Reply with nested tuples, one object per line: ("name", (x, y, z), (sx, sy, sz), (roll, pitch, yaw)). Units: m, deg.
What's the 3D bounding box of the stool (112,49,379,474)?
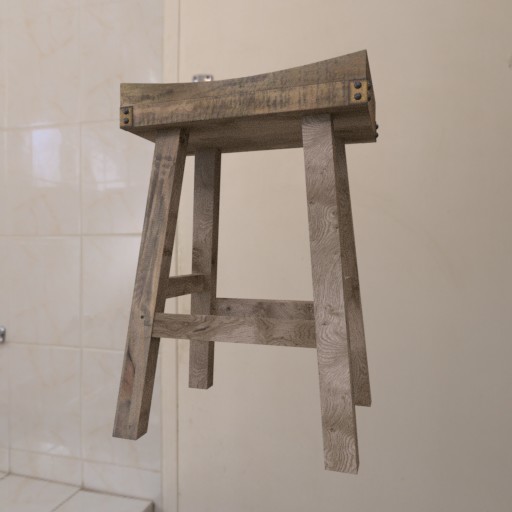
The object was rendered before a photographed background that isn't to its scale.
("stool", (0.000, 0.000, 0.867), (0.450, 0.635, 0.330), (0, 1, 18))
